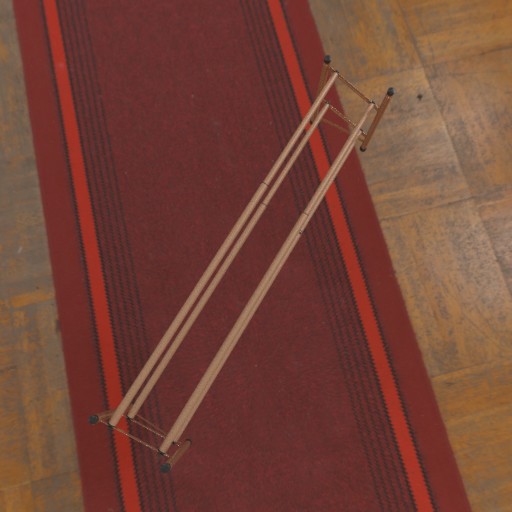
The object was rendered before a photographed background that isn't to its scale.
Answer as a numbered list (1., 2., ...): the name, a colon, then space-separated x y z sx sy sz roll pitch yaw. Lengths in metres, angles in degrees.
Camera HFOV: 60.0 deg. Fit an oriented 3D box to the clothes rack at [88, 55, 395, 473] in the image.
1. clothes rack: 0.000 0.000 1.312 0.229 0.349 1.168 30 78 7
